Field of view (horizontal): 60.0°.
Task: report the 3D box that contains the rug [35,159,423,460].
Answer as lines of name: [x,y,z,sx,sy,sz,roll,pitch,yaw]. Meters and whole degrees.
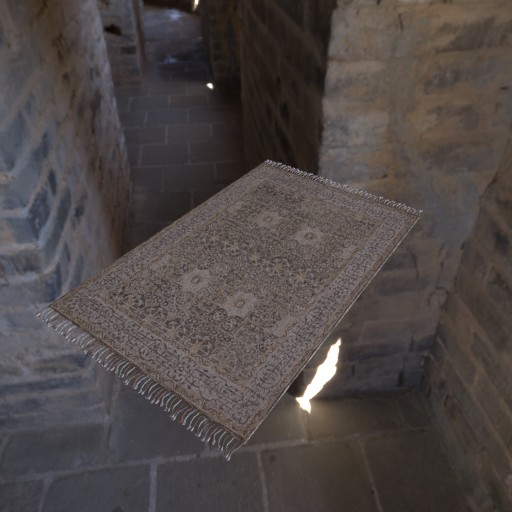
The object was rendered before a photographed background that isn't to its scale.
rug: [0.000,0.000,2.530,1.237,0.010,2.029,25,46,27]
